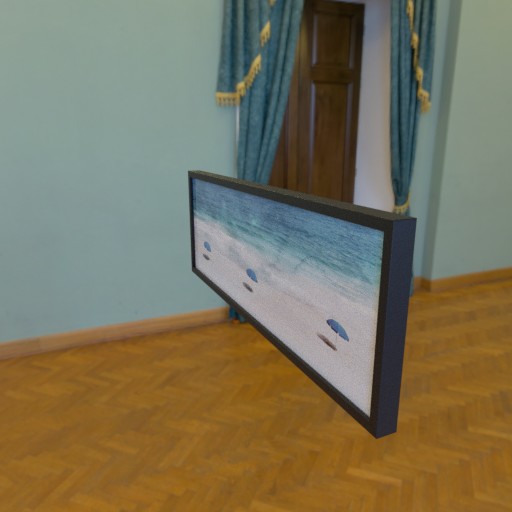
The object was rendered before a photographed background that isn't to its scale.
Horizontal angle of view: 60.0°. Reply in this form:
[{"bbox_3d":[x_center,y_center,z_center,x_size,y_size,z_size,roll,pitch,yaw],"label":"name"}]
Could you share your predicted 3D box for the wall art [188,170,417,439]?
[{"bbox_3d":[0.000,0.000,0.950,0.037,0.303,0.860,-7,17,-24],"label":"wall art"}]
